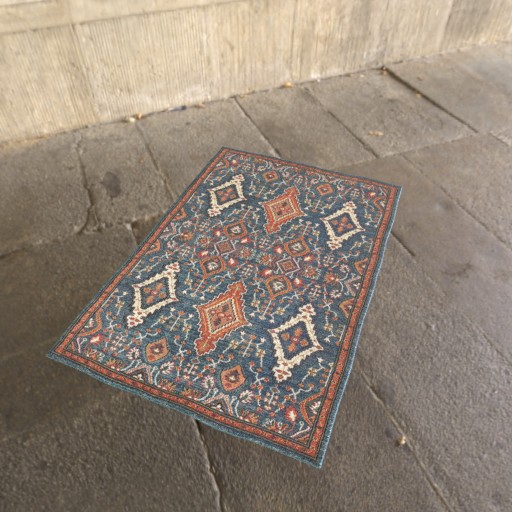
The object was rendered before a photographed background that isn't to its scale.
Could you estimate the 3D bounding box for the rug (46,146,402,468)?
[{"bbox_3d":[0.000,0.000,3.040,1.622,0.009,2.373,16,48,15],"label":"rug"}]
